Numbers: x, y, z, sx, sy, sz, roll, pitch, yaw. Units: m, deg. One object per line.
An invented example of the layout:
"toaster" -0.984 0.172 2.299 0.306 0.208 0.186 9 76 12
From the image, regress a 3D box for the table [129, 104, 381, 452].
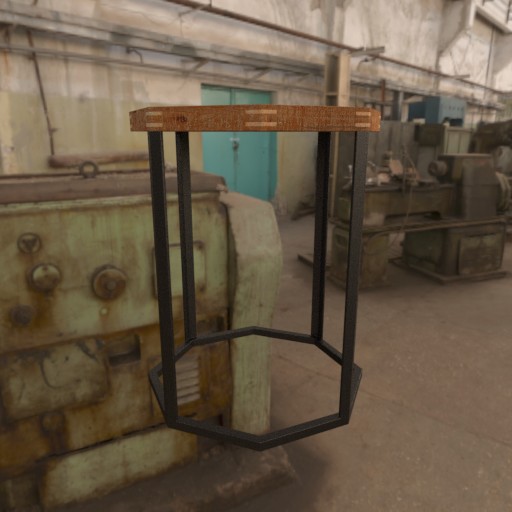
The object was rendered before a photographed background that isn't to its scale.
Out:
"table" 0.000 0.000 0.879 0.458 0.543 0.458 14 21 41
